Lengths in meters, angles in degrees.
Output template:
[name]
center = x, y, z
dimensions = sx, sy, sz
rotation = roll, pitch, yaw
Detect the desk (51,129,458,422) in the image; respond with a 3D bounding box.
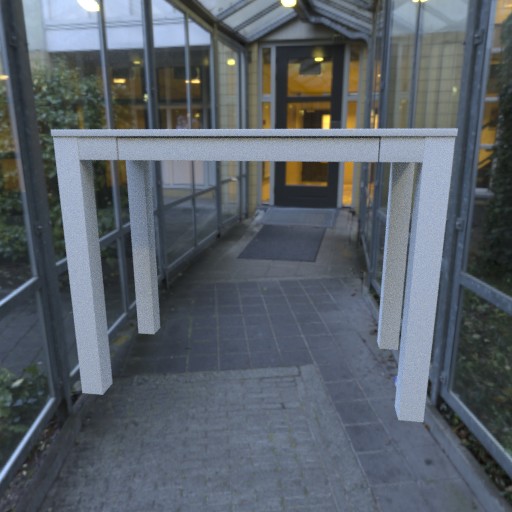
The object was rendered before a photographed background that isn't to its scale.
[desk]
center = 0.000, 0.000, 1.401
dimensions = 0.990, 0.762, 0.497
rotation = 2, 15, 8
